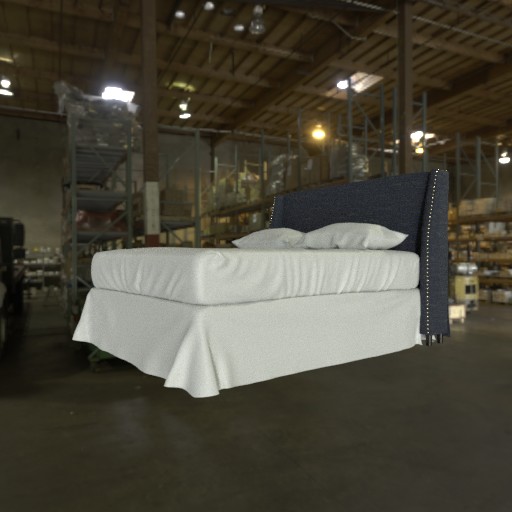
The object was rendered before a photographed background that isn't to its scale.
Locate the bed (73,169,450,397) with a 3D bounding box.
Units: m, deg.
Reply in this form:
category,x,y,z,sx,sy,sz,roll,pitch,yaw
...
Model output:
category,x,y,z,sx,sy,sz,roll,pitch,yaw
bed,0.000,0.000,3.424,2.276,1.332,1.925,0,0,-38
